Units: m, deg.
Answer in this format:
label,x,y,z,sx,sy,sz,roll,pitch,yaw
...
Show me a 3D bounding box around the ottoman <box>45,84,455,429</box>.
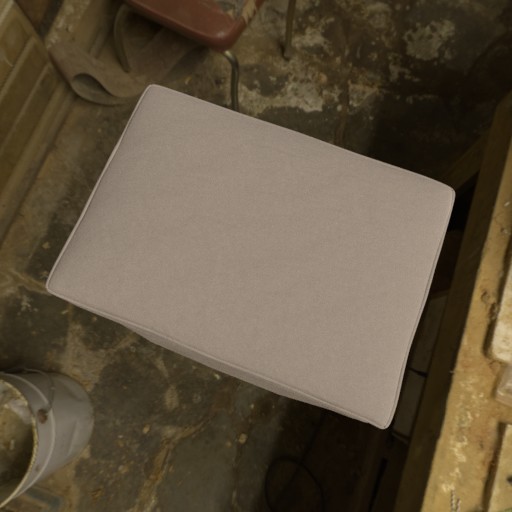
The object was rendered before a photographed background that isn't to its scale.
label,x,y,z,sx,sy,sz,roll,pitch,yaw
ottoman,0.000,0.000,1.320,0.944,0.479,0.703,21,76,5
